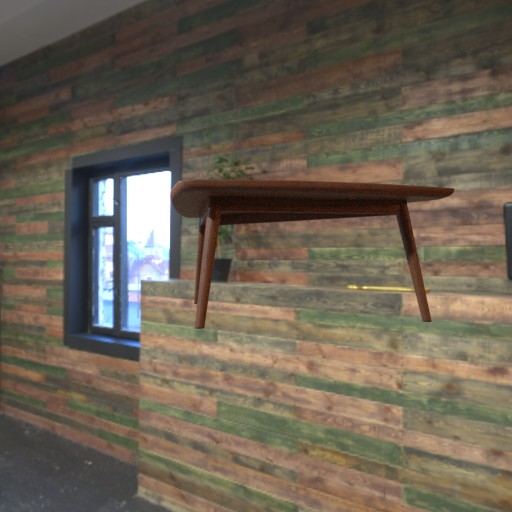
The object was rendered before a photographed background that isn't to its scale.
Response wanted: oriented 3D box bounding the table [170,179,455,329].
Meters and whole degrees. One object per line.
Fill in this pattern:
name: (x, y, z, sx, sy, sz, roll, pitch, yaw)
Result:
table: (0.000, 0.000, 1.311, 1.008, 0.365, 0.601, 0, -1, 35)
